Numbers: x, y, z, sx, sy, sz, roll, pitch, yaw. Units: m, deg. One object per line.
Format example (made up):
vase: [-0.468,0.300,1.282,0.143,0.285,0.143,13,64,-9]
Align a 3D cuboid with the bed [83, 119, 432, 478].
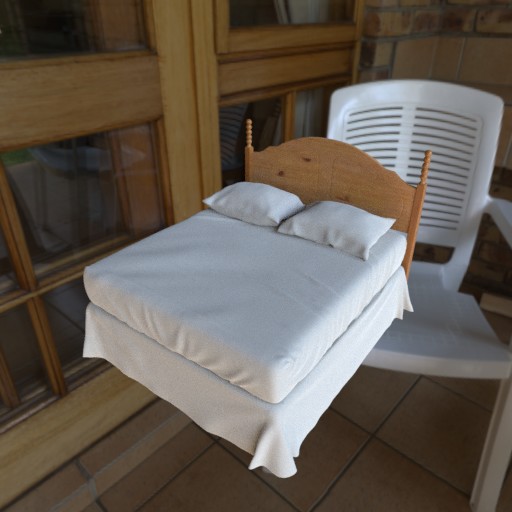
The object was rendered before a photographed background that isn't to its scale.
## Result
bed: [0.000,0.000,3.188,1.873,1.356,2.040,20,36,31]
